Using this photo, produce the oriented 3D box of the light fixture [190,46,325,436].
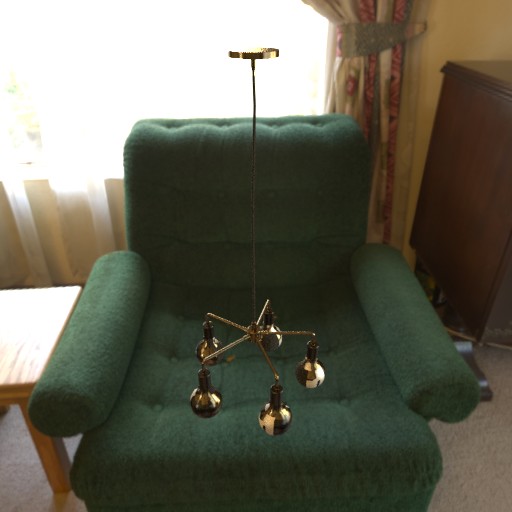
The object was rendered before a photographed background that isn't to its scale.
[{"bbox_3d":[0.000,0.000,1.168,0.438,0.988,0.421,-11,32,-17],"label":"light fixture"}]
